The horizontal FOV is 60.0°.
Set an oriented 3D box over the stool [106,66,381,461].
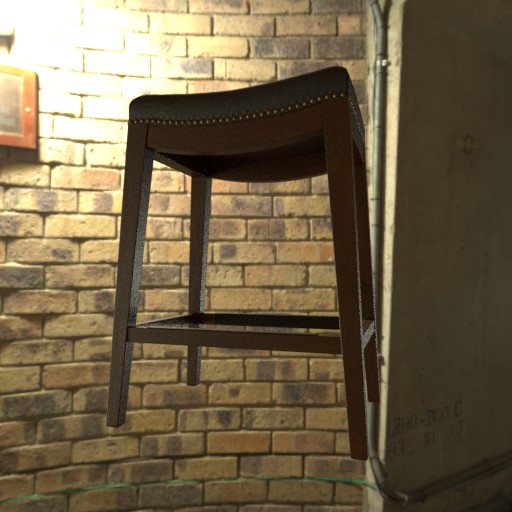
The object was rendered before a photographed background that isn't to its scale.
[{"bbox_3d":[0.000,0.000,0.953,0.490,0.664,0.353,-1,-2,19],"label":"stool"}]
